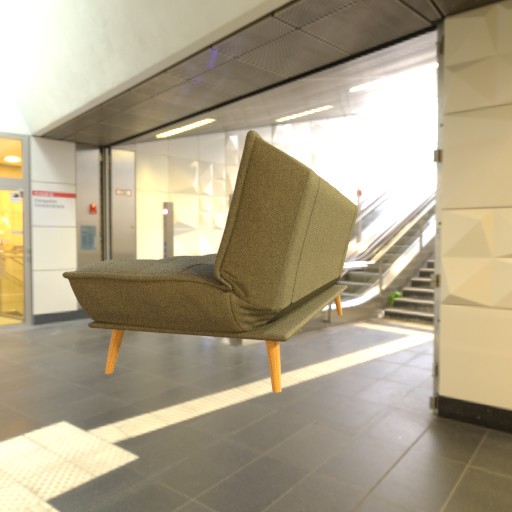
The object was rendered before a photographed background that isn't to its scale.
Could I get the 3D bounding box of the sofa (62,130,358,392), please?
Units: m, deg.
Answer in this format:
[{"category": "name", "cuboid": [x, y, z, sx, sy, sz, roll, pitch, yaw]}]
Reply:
[{"category": "sofa", "cuboid": [0.000, 0.000, 2.454, 0.950, 0.890, 1.940, 1, 2, 18]}]
